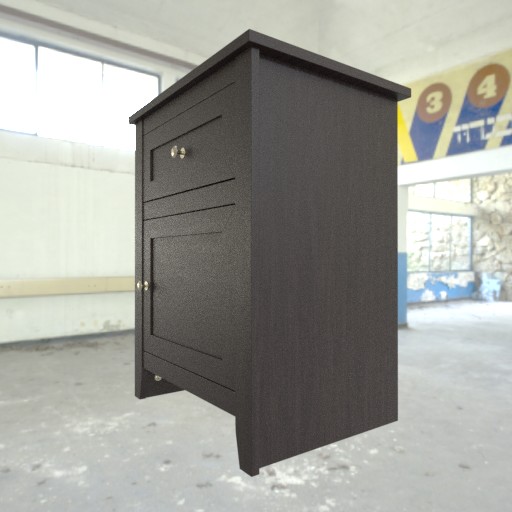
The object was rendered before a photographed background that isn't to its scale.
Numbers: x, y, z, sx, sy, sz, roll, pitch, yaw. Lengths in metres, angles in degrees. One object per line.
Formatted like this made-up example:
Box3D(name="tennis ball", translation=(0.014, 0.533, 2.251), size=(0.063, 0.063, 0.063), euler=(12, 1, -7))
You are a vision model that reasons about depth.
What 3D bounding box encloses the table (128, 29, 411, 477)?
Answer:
Box3D(name="table", translation=(0.000, 0.000, 0.923), size=(0.381, 0.635, 0.480), euler=(0, 0, -36))
